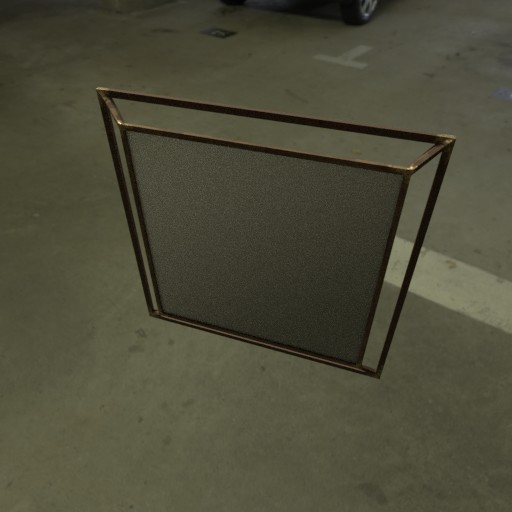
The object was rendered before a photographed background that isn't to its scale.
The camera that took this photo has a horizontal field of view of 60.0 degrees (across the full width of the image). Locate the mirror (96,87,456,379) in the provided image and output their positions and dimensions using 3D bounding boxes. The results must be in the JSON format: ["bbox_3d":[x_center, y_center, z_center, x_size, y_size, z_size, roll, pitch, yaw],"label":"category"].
[{"bbox_3d":[0.000,0.000,0.913,0.610,0.610,0.032,13,42,14],"label":"mirror"}]
